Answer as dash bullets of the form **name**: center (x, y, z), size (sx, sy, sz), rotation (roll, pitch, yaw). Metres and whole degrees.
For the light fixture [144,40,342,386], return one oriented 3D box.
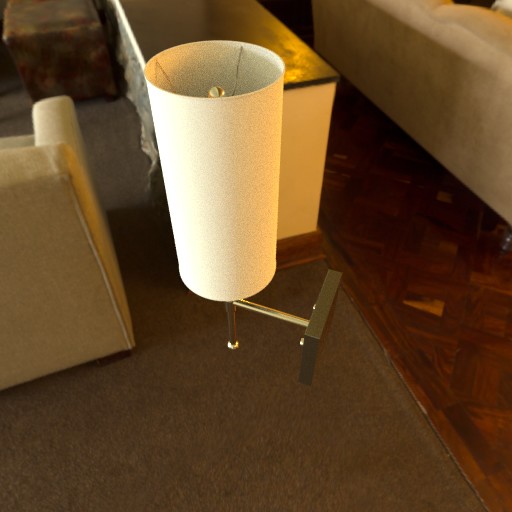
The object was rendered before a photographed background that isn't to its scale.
- **light fixture**: center (0.000, 0.000, 0.558), size (0.208, 0.462, 0.128), rotation (16, 47, 15)
